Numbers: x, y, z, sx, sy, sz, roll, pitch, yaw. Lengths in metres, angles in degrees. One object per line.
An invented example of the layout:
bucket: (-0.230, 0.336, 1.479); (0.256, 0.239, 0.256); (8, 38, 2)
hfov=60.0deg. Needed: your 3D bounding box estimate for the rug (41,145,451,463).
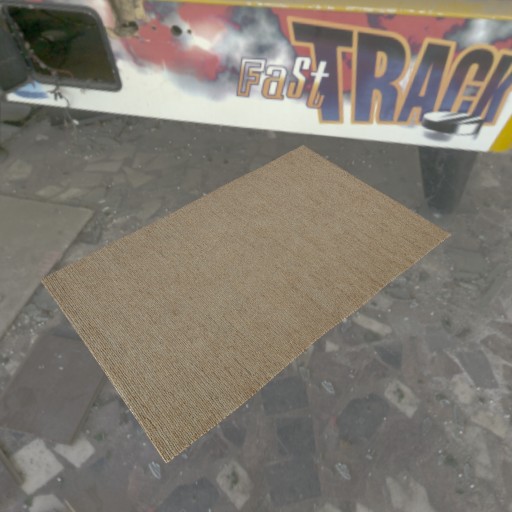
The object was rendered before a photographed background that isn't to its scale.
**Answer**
rug: (0.000, 0.000, 3.074); (2.439, 0.011, 1.533); (-32, 55, -26)
